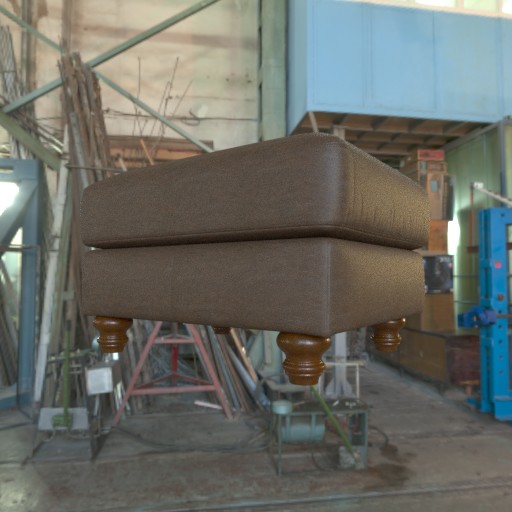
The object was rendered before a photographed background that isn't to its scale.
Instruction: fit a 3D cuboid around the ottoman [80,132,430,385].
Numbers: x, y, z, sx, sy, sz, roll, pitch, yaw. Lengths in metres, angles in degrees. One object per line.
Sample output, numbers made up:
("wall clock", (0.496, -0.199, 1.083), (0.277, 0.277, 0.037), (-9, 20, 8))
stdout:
("ottoman", (0.000, 0.000, 1.206), (0.787, 0.508, 0.635), (-2, -3, 36))
